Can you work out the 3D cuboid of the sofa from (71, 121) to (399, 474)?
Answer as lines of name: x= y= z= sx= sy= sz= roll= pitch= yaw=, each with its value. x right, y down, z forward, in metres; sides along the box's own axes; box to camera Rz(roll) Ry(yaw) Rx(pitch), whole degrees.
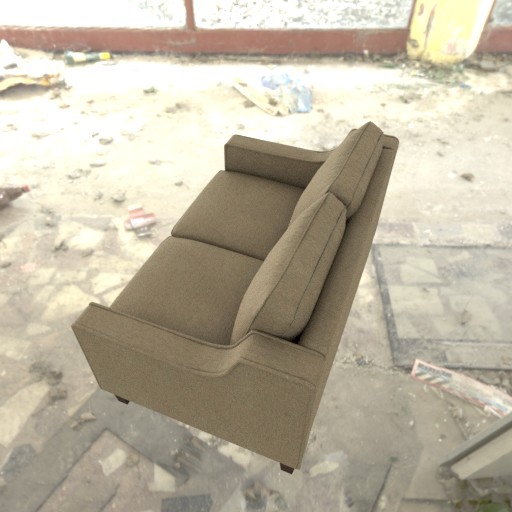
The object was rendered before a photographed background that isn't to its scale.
sofa: x=0.000 y=0.000 z=2.141 sx=0.985 sy=0.981 sz=1.503 roll=16 pitch=47 yaw=15
